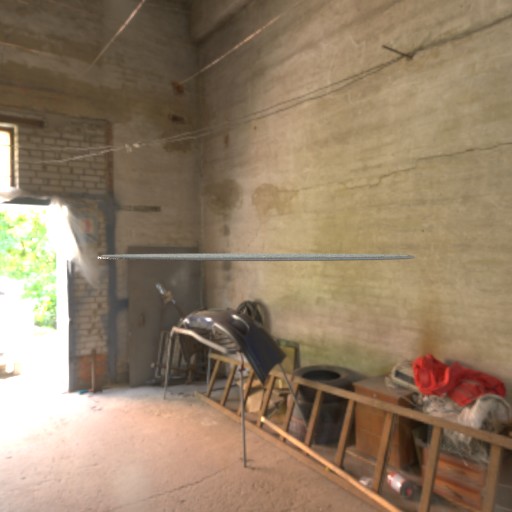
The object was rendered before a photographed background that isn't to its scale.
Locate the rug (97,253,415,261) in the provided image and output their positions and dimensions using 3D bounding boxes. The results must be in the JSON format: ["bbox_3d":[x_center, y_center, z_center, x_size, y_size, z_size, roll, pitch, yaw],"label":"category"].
[{"bbox_3d":[0.000,0.000,2.363,1.593,0.012,1.593,0,1,0],"label":"rug"}]
